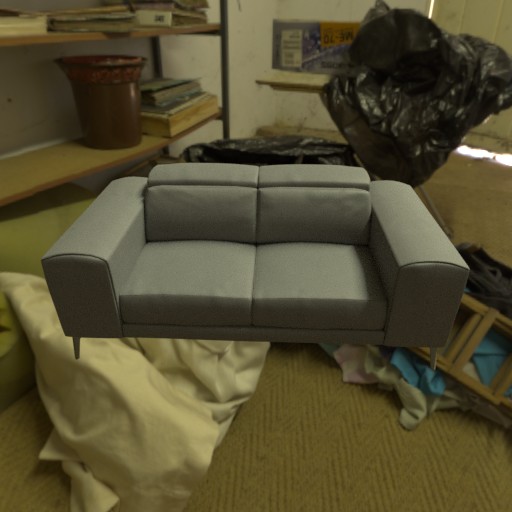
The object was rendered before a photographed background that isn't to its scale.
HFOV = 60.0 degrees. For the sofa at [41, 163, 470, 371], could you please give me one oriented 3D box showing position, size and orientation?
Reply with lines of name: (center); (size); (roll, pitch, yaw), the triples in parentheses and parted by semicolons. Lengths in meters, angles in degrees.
sofa: (0.000, 0.000, 2.450); (1.895, 0.779, 1.003); (1, 30, 2)
